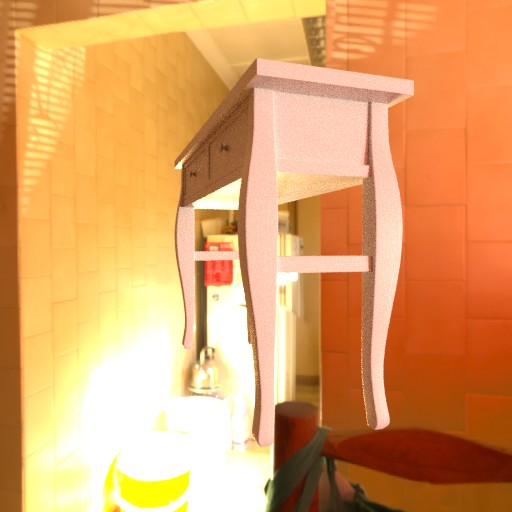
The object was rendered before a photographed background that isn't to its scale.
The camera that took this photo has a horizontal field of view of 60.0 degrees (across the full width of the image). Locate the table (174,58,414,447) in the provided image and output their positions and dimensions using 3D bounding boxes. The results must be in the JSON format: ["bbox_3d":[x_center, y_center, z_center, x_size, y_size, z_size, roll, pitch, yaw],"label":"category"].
[{"bbox_3d":[0.000,0.000,1.401,0.373,0.768,1.062,0,1,-19],"label":"table"}]
